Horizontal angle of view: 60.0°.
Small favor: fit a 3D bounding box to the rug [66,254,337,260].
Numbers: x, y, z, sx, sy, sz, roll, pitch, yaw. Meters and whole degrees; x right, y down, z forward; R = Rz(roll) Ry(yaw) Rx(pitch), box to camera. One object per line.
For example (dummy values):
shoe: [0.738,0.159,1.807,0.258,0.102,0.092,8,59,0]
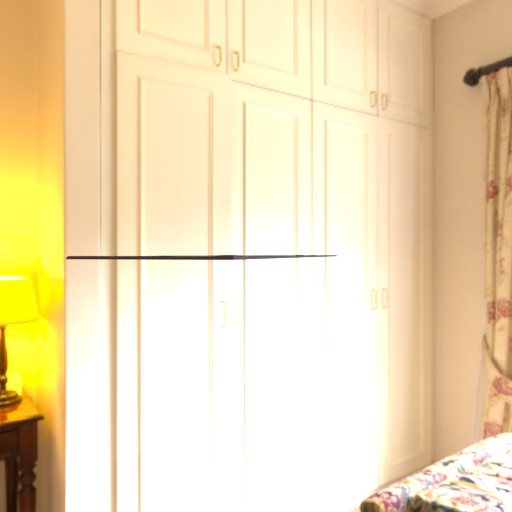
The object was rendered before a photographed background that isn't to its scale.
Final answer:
rug: [0.000,0.000,2.469,0.602,0.016,2.283,0,0,18]
